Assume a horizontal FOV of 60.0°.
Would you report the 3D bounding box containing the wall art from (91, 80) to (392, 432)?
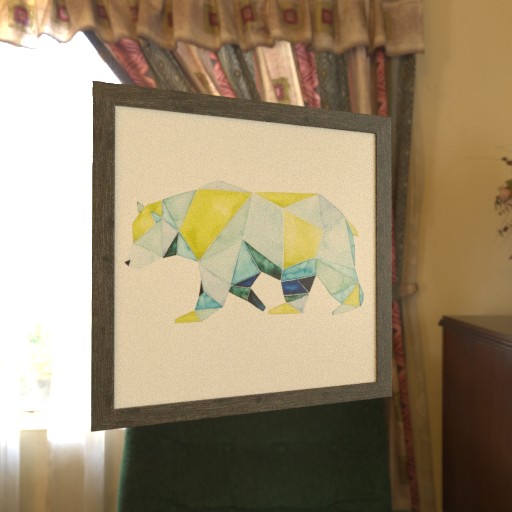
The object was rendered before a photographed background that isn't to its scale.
[{"bbox_3d":[0.000,0.000,0.665,0.462,0.459,0.027,0,-1,-19],"label":"wall art"}]
